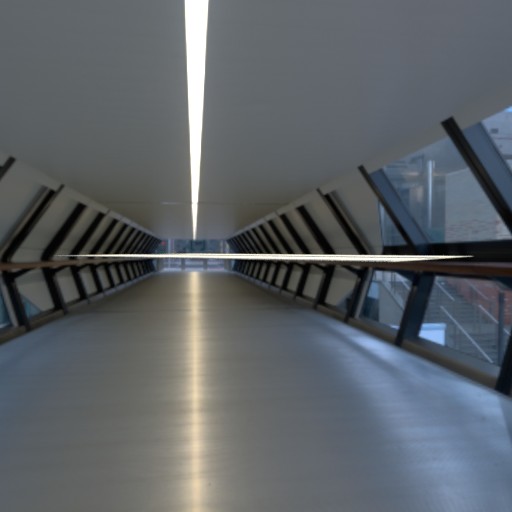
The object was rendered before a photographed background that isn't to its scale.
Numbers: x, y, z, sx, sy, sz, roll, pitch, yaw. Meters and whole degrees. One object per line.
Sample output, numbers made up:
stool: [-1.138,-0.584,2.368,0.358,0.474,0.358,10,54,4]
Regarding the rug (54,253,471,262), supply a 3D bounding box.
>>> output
rug: [0.000,0.000,3.027,2.453,0.003,1.519,1,1,36]
